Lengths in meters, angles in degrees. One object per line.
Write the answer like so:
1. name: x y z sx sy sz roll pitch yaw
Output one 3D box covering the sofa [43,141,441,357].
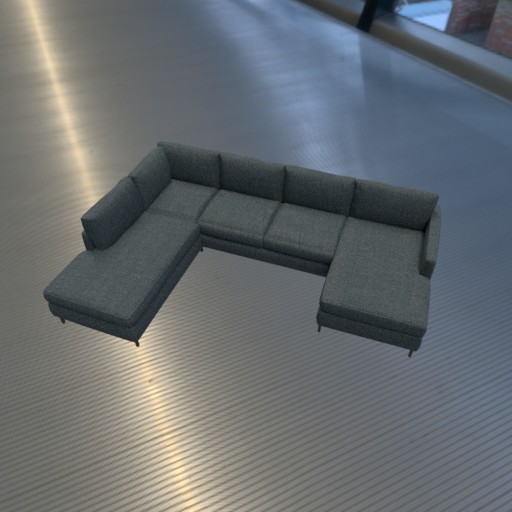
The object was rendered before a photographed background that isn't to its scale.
1. sofa: 0.000 0.000 3.585 2.737 0.753 1.879 14 45 14
